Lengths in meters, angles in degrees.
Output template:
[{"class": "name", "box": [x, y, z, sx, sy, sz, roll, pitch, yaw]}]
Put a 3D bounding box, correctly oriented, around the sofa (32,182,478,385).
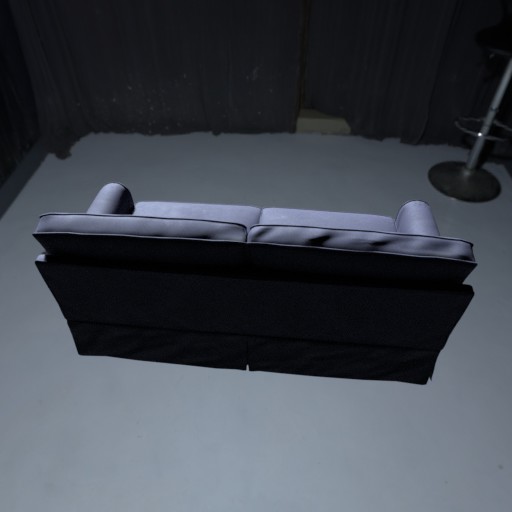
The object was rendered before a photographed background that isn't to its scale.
[{"class": "sofa", "box": [0.000, 0.000, 2.746, 2.256, 1.094, 0.983, 4, 45, 4]}]
